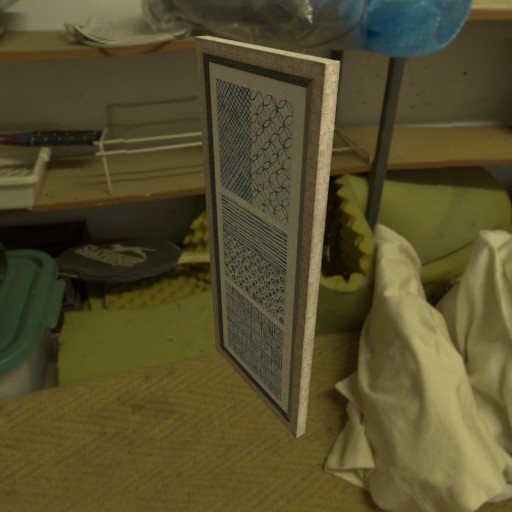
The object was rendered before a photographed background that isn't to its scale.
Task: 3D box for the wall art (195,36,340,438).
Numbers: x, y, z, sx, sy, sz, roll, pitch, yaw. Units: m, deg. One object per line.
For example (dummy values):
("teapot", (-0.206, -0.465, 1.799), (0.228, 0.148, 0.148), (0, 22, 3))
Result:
("wall art", (0.000, 0.000, 1.699), (0.051, 1.461, 0.648), (-21, 38, -29))
